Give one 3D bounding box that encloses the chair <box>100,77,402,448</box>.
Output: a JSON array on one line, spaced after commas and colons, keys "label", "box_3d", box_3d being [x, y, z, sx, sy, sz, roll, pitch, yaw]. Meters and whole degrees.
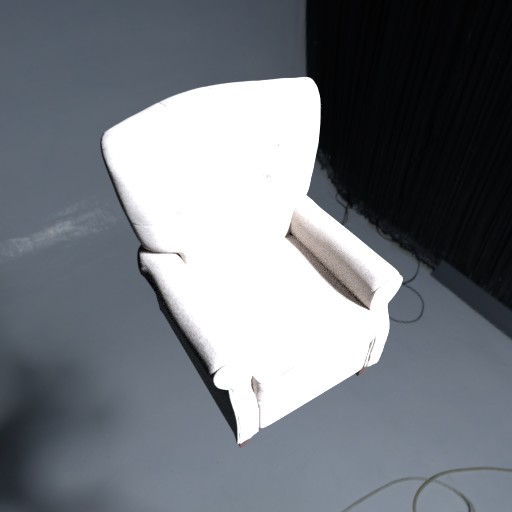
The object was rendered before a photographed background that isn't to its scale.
[{"label": "chair", "box_3d": [0.000, 0.000, 1.921, 0.942, 1.209, 1.025, -23, 49, -22]}]
